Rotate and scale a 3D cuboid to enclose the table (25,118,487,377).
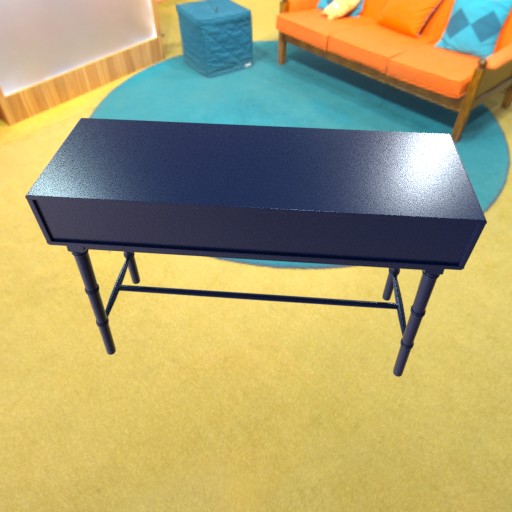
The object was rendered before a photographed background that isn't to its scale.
[{"bbox_3d":[0.000,0.000,1.470,1.118,0.749,0.399,4,46,3],"label":"table"}]
